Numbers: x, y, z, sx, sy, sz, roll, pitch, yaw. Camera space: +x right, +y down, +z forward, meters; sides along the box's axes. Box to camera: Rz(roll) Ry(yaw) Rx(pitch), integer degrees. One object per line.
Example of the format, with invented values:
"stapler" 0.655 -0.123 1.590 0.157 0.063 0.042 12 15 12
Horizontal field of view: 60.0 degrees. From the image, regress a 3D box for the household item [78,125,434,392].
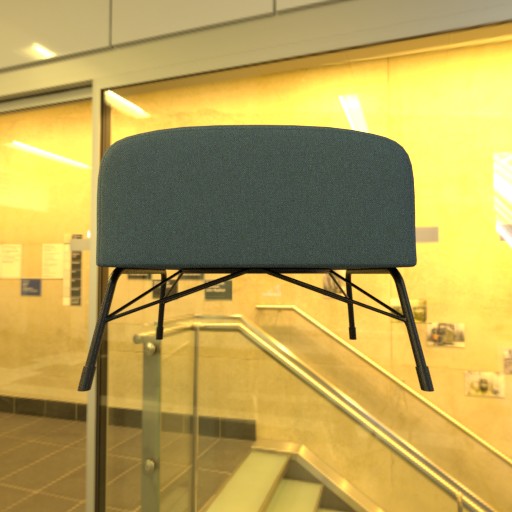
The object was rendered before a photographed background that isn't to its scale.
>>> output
"household item" 0.000 0.000 0.924 0.530 0.420 0.530 0 -2 0
